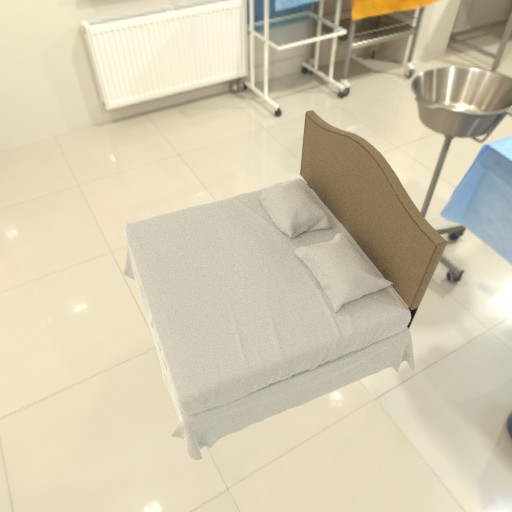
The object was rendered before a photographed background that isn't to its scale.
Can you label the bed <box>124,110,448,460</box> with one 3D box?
[{"bbox_3d":[0.000,0.000,3.824,2.222,1.651,2.311,-17,49,-16],"label":"bed"}]
